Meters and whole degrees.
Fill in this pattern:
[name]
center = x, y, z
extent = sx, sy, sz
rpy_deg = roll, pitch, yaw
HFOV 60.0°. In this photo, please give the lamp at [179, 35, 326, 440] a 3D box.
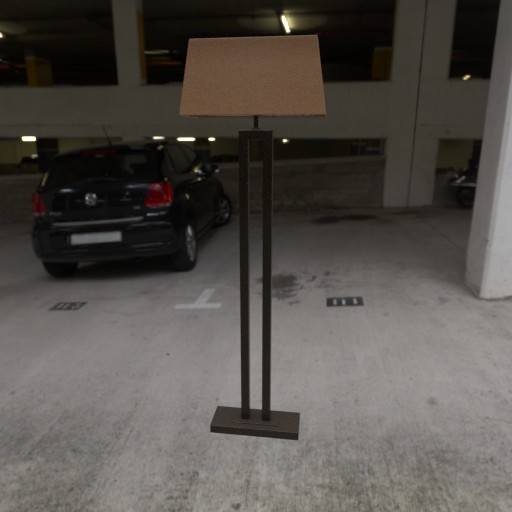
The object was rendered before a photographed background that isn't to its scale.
[lamp]
center = 0.000, 0.000, 1.656
extent = 0.475, 1.469, 0.233
rpy_deg = 2, 15, 8
